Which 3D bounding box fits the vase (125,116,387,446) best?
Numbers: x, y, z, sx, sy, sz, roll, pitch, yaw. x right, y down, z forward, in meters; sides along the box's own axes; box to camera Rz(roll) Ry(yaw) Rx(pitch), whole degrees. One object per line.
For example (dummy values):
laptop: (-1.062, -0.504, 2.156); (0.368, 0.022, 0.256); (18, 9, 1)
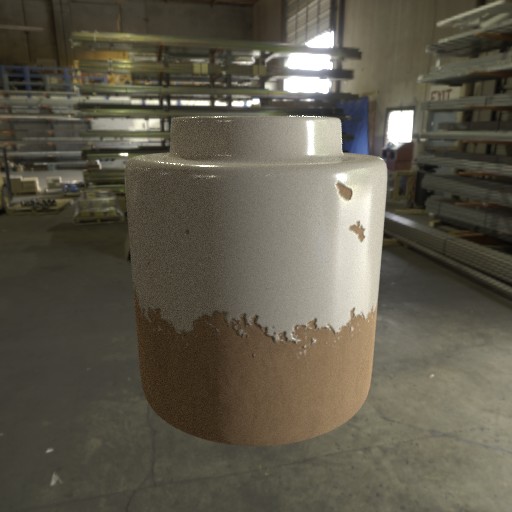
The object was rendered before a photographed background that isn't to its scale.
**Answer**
vase: (0.000, 0.000, 0.282); (0.153, 0.167, 0.153); (0, 16, 0)
